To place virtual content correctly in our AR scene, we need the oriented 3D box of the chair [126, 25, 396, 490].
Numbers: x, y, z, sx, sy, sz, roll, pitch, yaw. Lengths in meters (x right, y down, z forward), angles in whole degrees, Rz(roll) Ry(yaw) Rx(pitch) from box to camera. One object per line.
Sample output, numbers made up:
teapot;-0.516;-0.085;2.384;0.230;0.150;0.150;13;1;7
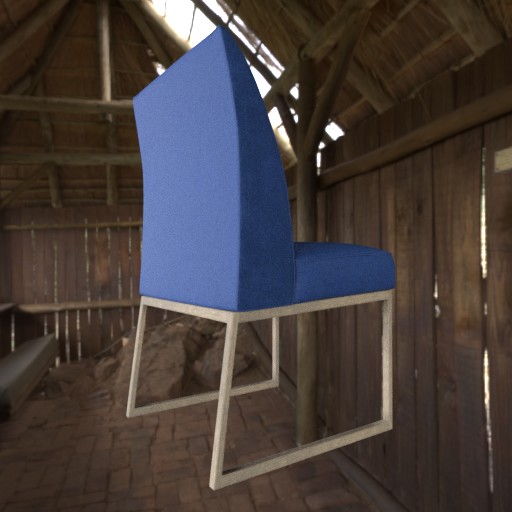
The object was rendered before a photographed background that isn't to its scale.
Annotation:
chair;0.000;0.000;1.156;0.522;0.863;0.508;0;-1;-35
